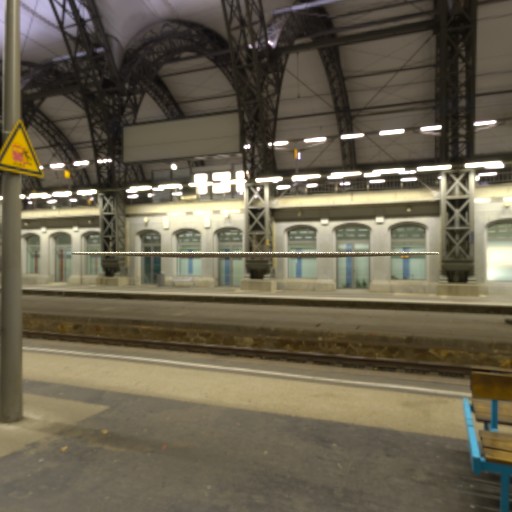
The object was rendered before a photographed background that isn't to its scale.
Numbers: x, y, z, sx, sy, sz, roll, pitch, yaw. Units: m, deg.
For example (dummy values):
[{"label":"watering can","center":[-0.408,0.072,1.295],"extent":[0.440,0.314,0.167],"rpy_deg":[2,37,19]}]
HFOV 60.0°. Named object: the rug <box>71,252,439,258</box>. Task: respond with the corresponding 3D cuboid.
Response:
[{"label":"rug","center":[0.000,0.000,1.096],"extent":[0.556,0.004,0.868],"rpy_deg":[0,-1,0]}]
